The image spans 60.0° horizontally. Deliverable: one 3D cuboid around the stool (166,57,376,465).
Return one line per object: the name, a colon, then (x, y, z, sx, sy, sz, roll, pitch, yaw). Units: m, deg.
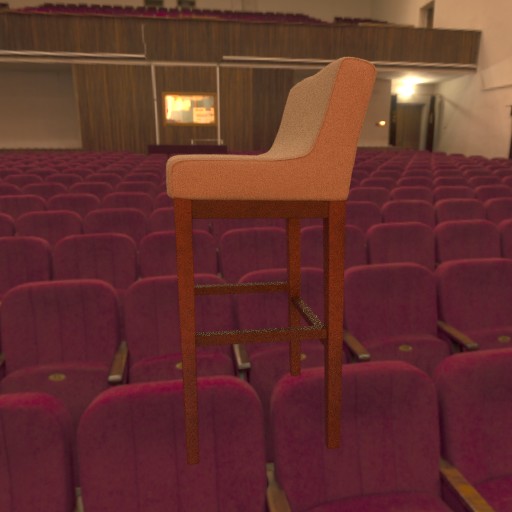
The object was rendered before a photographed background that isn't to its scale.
stool: (0.000, 0.000, 1.330, 0.500, 1.037, 0.511, -2, 13, -9)
